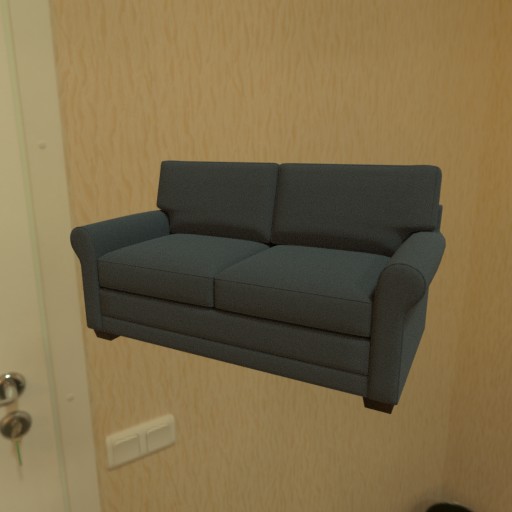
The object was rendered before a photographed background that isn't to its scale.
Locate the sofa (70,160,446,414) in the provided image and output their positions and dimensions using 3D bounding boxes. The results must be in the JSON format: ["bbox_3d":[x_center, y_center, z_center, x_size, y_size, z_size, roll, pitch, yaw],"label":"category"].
[{"bbox_3d":[0.000,0.000,2.513,1.930,1.020,0.940,7,16,26],"label":"sofa"}]
